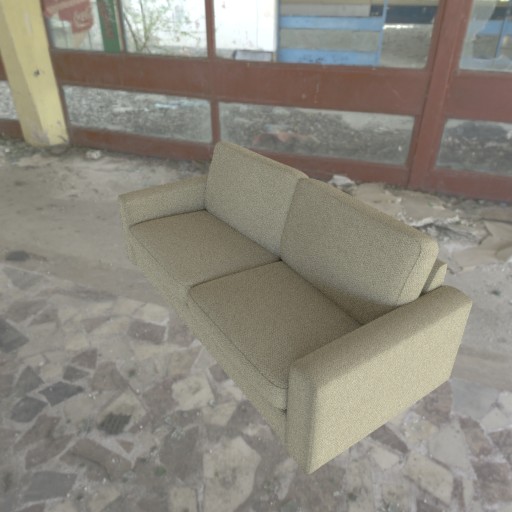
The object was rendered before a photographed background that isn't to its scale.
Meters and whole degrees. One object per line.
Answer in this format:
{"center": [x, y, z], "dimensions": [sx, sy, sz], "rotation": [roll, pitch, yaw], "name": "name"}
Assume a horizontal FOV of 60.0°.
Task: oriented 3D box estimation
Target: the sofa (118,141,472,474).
{"center": [0.000, 0.000, 2.679], "dimensions": [1.016, 0.873, 2.179], "rotation": [-19, 36, -29], "name": "sofa"}
